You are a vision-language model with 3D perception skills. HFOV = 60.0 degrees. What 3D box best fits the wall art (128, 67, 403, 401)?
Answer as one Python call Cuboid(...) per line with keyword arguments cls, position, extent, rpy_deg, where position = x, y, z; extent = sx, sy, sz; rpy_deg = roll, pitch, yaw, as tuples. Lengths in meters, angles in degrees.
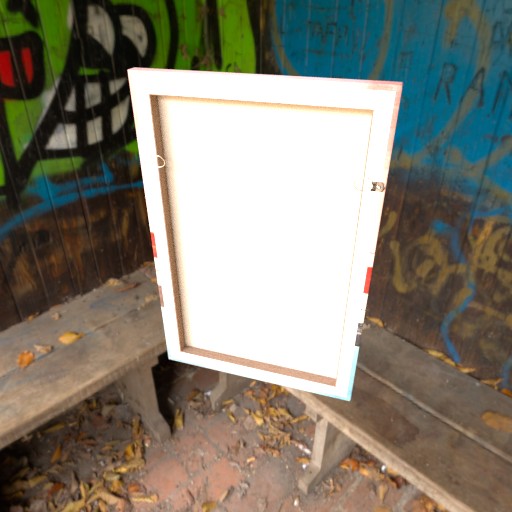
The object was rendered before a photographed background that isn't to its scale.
Cuboid(cls="wall art", position=(0.000, 0.000, 1.196), extent=(0.610, 0.914, 0.038), rpy_deg=(9, 33, 14))
